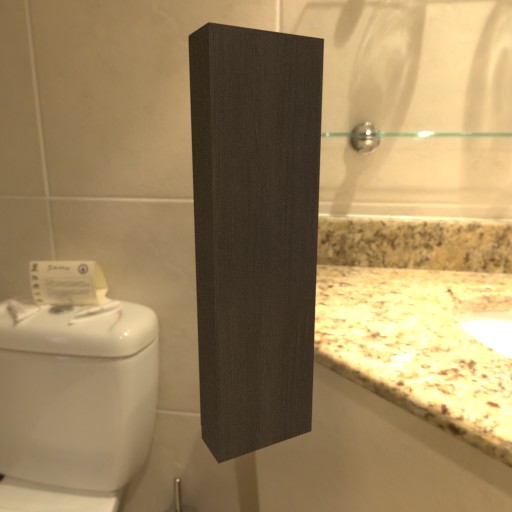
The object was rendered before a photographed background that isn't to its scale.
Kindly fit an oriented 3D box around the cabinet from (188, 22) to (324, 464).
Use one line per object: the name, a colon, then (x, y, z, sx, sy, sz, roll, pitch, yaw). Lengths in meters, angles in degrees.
cabinet: (0.000, 0.000, 1.975, 0.500, 1.790, 0.230, -7, 15, -27)
